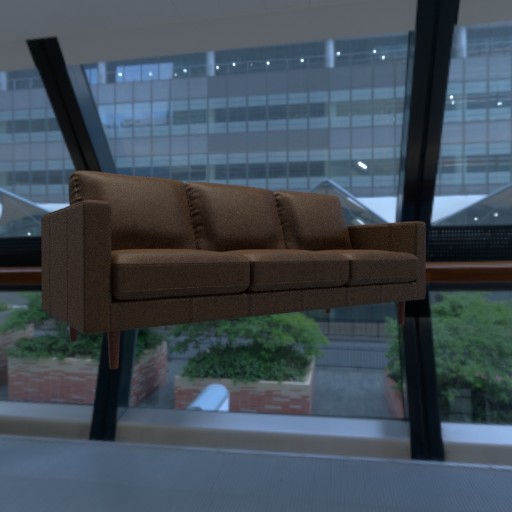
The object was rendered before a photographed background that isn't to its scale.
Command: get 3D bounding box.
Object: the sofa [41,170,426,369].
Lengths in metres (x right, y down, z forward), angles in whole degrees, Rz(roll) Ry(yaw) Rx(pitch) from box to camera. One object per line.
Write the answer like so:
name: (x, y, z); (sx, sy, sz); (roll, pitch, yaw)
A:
sofa: (0.000, 0.000, 2.691); (2.231, 0.930, 0.903); (0, 1, -35)
